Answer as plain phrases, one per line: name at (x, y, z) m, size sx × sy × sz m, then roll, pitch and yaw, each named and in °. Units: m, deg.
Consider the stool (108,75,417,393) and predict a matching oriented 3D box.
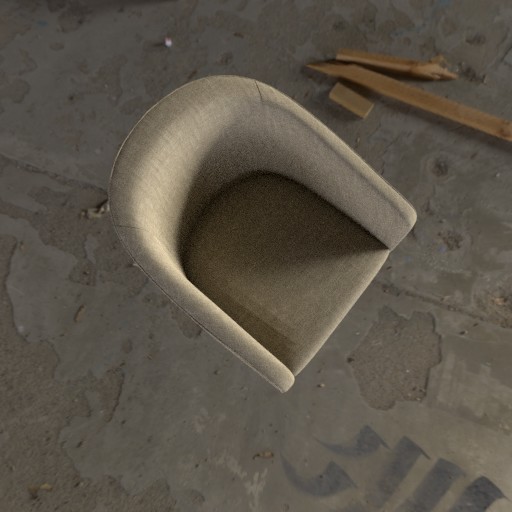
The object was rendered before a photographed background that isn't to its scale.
stool at (0.000, 0.000, 1.385) m, size 0.635 × 0.952 × 0.559 m, roll 38°, pitch 78°, yaw 10°
